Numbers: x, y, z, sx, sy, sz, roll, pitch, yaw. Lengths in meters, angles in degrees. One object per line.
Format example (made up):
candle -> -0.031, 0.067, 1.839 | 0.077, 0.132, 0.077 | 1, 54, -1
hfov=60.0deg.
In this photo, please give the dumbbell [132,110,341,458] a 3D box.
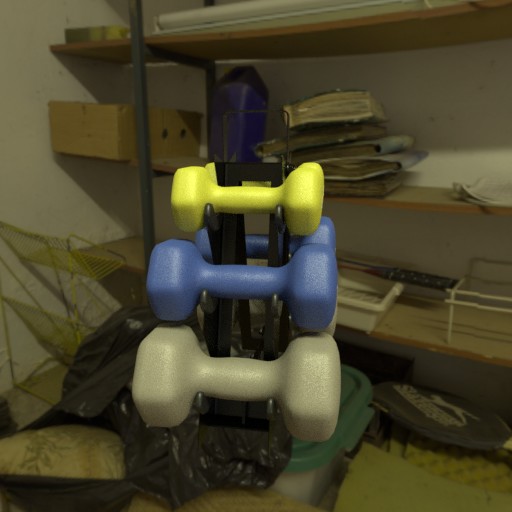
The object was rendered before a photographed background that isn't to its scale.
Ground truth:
dumbbell -> 0.000, 0.000, 0.682 | 0.261, 0.426, 0.416 | 2, 15, 9
